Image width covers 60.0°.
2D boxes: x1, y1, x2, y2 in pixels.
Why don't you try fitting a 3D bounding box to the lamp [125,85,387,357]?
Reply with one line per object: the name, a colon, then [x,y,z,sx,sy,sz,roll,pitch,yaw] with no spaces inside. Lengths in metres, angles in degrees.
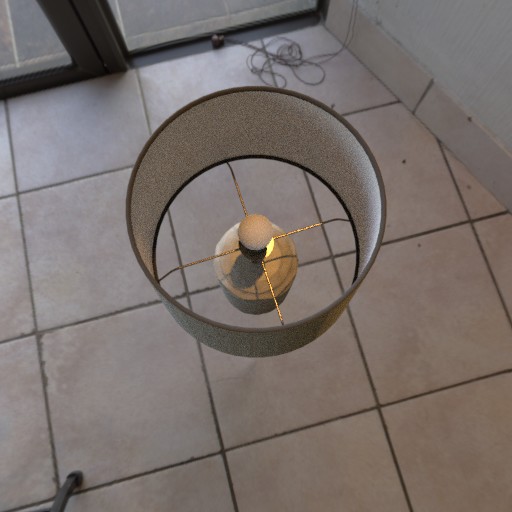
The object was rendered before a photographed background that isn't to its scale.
lamp: [0.000,0.000,0.838,0.376,0.594,0.376,0,77,0]
